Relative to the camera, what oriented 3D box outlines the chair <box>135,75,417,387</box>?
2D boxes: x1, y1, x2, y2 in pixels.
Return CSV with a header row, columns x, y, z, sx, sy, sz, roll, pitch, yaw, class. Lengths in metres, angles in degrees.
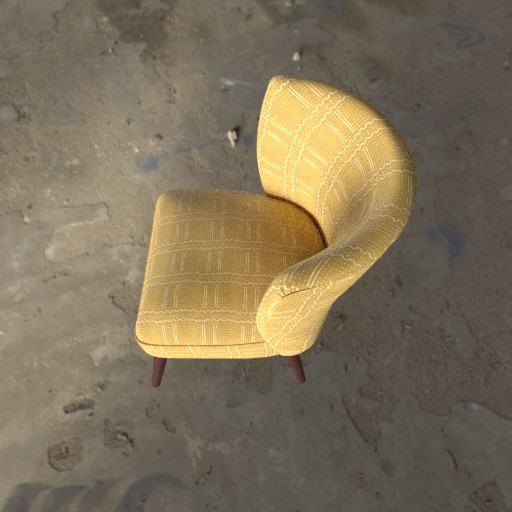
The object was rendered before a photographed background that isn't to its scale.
x,y,z,sx,sy,sz,roll,pitch,yaw,class
0.000,0.000,1.407,0.758,0.866,0.706,0,58,0,chair
